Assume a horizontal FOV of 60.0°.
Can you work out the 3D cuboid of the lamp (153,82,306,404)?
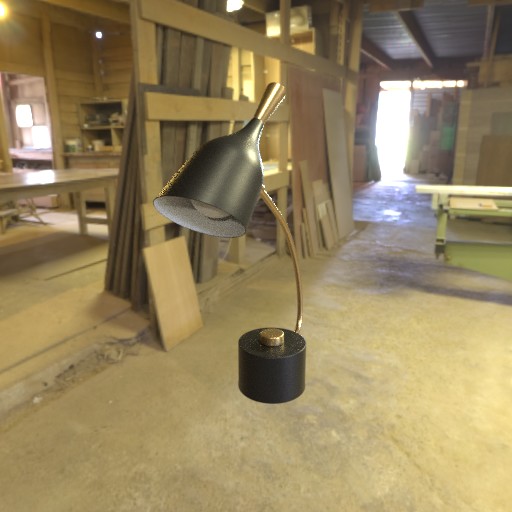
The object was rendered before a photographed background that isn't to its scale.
[{"bbox_3d":[0.000,0.000,0.619,0.110,0.464,0.352,8,17,27],"label":"lamp"}]
